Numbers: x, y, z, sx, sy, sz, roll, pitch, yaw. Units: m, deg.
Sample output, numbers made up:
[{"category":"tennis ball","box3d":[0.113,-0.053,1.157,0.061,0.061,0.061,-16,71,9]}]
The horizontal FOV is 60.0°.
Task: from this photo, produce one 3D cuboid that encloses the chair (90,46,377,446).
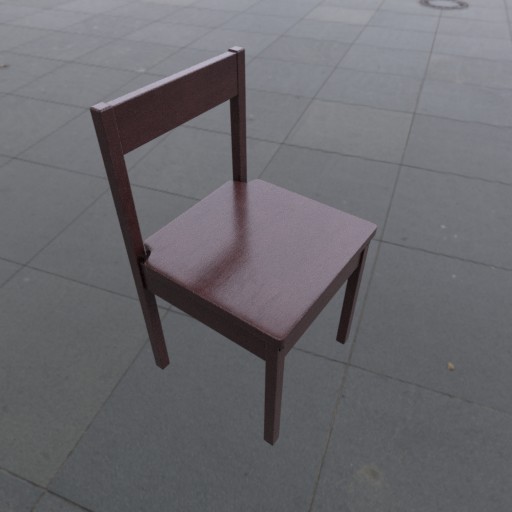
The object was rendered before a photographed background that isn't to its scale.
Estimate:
[{"category":"chair","box3d":[0.000,0.000,0.912,0.361,0.668,0.367,26,48,26]}]
